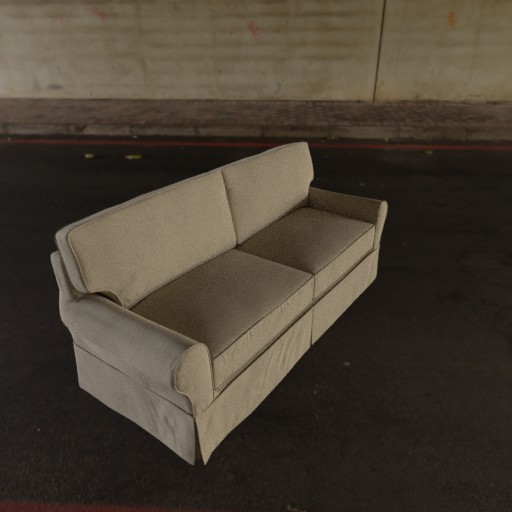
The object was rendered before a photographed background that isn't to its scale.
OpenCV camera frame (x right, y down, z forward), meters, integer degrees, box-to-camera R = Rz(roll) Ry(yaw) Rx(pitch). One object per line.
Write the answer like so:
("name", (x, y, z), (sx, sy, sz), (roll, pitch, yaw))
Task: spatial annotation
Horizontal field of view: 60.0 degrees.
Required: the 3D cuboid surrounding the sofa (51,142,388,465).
("sofa", (0.000, 0.000, 2.751), (0.900, 1.014, 2.246), (18, 32, 31))
